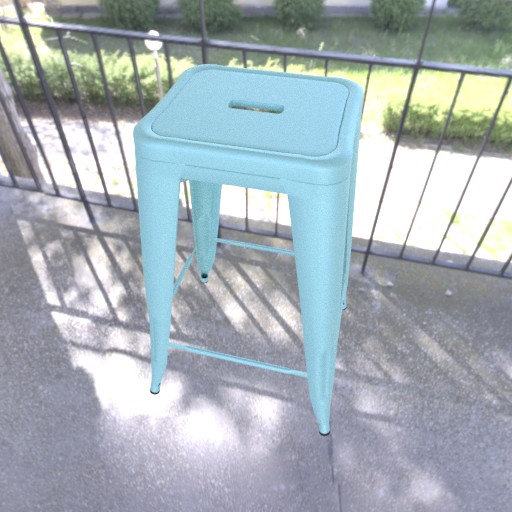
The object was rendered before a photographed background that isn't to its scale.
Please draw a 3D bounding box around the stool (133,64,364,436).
[{"bbox_3d":[0.000,0.000,0.846,0.399,0.609,0.359,10,46,10],"label":"stool"}]
